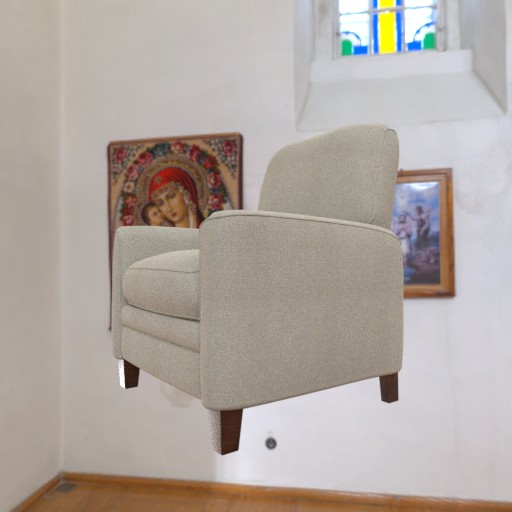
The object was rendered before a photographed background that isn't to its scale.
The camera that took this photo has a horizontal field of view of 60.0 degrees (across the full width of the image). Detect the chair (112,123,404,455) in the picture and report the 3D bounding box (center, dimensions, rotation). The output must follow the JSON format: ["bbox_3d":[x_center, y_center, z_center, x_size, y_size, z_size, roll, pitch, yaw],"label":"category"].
[{"bbox_3d":[0.000,0.000,1.637,0.853,1.006,0.850,0,0,-36],"label":"chair"}]
